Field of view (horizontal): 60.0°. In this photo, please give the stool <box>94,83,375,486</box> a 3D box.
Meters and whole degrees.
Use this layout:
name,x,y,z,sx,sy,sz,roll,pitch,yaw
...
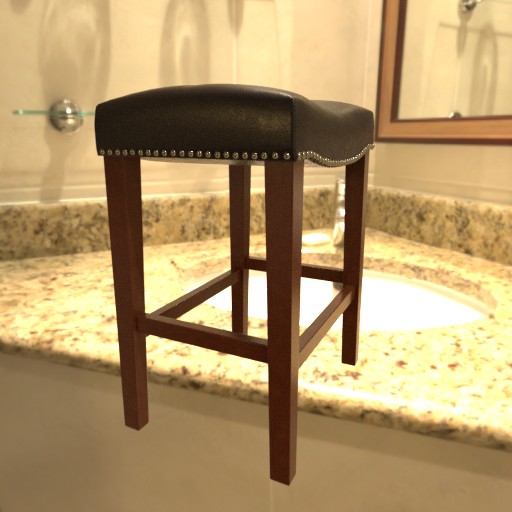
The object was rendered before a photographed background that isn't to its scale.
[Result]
name,x,y,z,sx,sy,sz,roll,pitch,yaw
stool,0.000,0.000,0.951,0.372,0.654,0.504,8,17,25
